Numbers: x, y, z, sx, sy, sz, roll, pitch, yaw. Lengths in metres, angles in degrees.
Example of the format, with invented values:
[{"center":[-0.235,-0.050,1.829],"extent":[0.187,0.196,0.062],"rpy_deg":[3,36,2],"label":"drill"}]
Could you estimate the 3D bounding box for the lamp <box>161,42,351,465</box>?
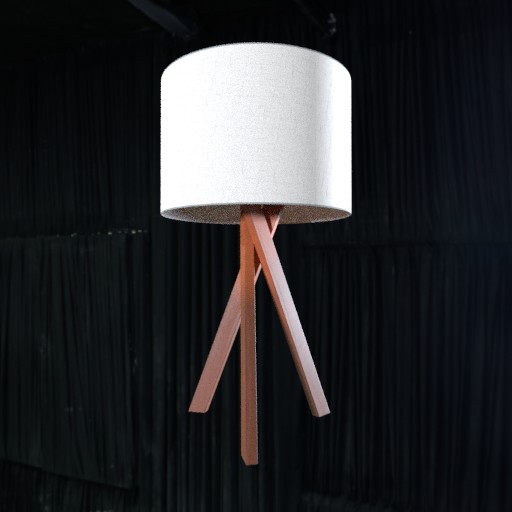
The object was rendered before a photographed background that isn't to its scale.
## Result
[{"center":[0.000,0.000,0.902],"extent":[0.380,0.686,0.380],"rpy_deg":[0,-1,19],"label":"lamp"}]
